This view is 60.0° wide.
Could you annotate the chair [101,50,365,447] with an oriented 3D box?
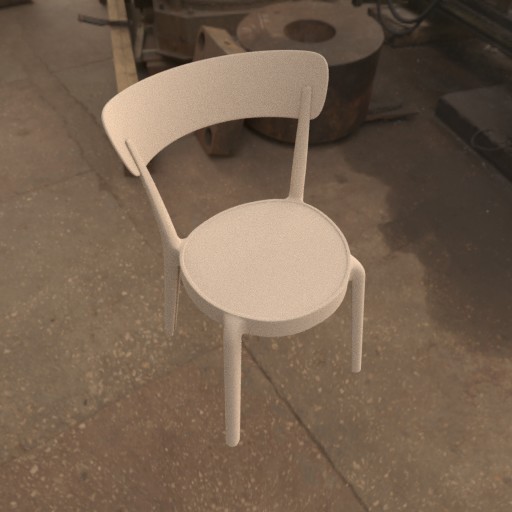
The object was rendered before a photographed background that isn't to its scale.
[{"bbox_3d":[0.000,0.000,1.097,0.506,0.790,0.491,-24,51,-21],"label":"chair"}]
